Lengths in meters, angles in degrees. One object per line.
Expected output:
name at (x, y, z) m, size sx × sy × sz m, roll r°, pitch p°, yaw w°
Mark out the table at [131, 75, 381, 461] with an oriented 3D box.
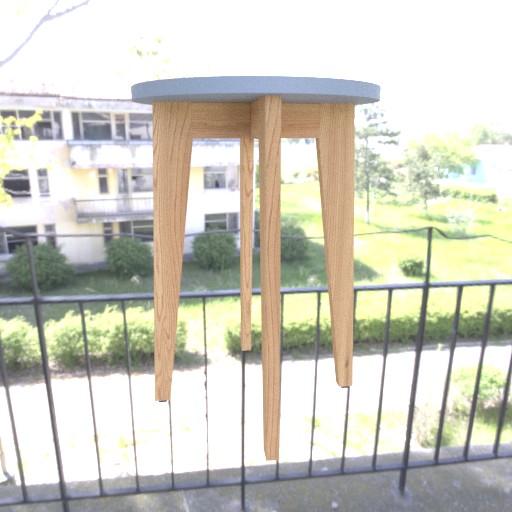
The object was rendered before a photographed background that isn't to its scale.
table at (0.000, 0.000, 0.709) m, size 0.350 × 0.500 × 0.350 m, roll 0°, pitch 16°, yaw 0°
